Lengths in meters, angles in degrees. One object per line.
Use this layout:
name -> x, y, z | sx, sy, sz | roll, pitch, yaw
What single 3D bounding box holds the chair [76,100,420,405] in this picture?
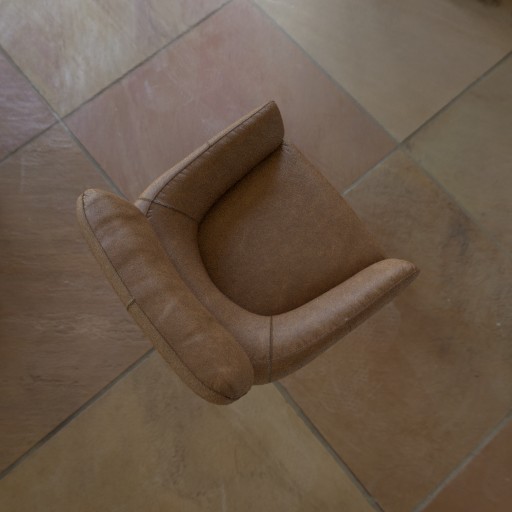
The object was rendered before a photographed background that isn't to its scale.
chair -> 0.000, 0.000, 1.376 | 0.715, 0.812, 0.706 | -36, 79, -8
